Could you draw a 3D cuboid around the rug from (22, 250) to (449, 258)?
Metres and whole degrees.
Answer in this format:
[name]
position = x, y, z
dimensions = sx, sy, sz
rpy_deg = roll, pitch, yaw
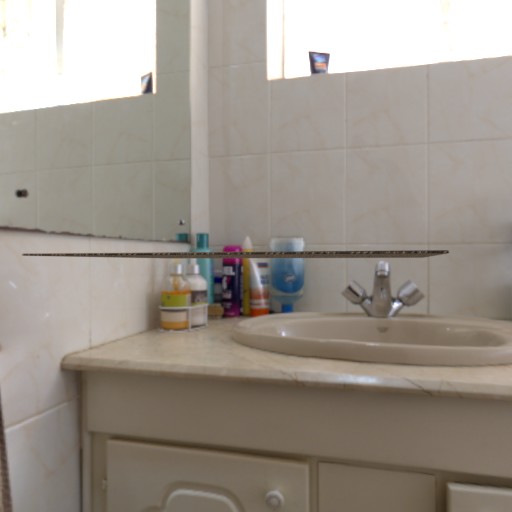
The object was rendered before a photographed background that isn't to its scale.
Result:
[rug]
position = 0.000, 0.000, 3.904
dimensions = 2.902, 0.017, 2.305
rpy_deg = 0, -1, 17
